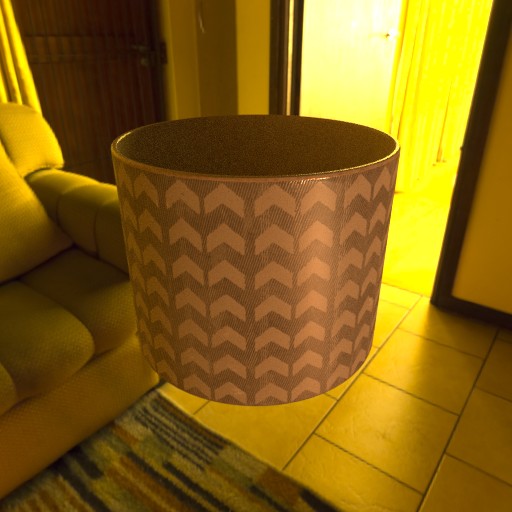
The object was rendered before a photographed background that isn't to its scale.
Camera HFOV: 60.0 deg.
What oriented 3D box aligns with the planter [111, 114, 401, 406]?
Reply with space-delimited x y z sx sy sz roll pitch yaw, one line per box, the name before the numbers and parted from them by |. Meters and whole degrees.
planter | 0.000 0.000 0.451 0.250 0.239 0.250 0 27 0
